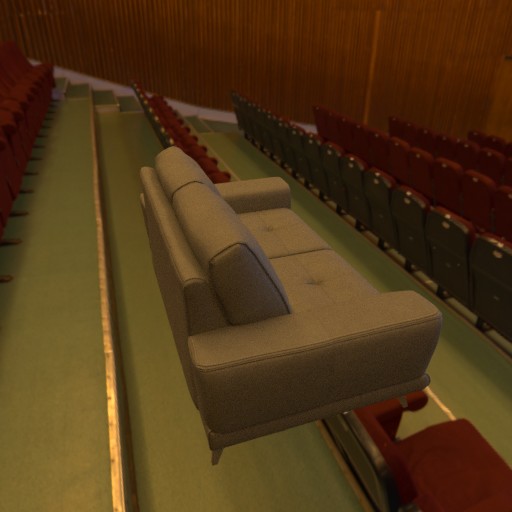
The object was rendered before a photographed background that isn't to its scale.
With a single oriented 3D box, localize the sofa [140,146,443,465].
[{"bbox_3d":[0.000,0.000,2.374,1.018,0.907,1.806,-10,30,-17],"label":"sofa"}]
